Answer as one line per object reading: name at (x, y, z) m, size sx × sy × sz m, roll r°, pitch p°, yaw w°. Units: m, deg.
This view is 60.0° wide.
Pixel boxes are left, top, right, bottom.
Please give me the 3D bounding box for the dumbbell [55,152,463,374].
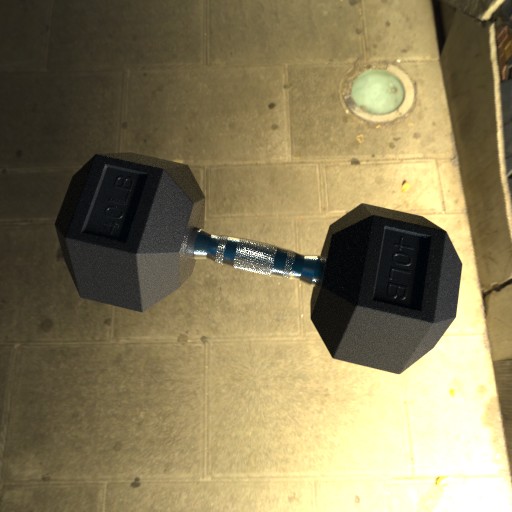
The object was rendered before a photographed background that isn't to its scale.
dumbbell at (0.000, 0.000, 0.433) m, size 0.361 × 0.137 × 0.157 m, roll 13°, pitch 75°, yaw 3°
